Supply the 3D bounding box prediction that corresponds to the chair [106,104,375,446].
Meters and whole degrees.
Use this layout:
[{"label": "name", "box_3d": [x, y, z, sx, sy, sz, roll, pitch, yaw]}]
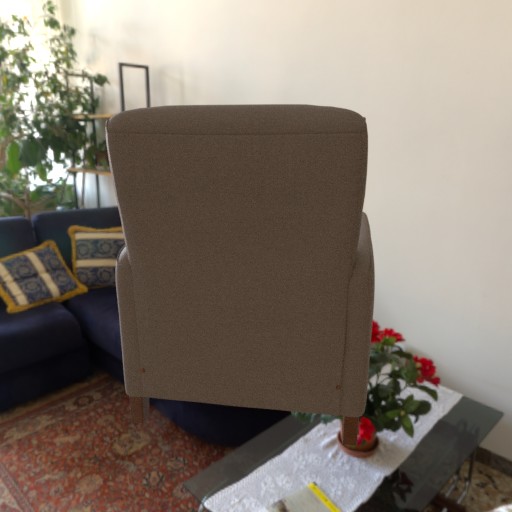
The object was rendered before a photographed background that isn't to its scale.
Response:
[{"label": "chair", "box_3d": [0.000, 0.000, 1.637, 0.845, 1.023, 0.859, 2, 16, 8]}]
